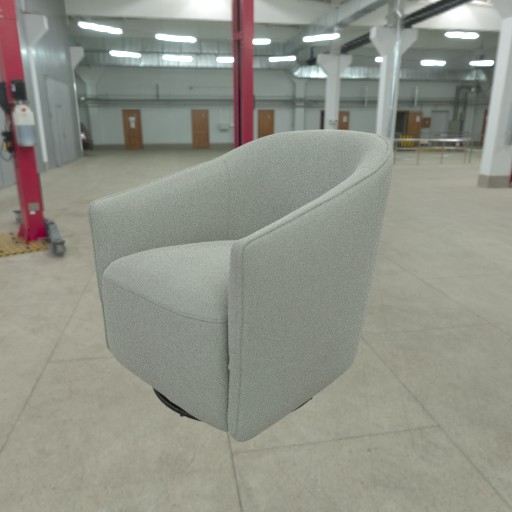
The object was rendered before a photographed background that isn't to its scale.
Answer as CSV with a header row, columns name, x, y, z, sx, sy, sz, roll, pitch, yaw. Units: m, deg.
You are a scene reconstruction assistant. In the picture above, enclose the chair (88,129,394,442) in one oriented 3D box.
name,x,y,z,sx,sy,sz,roll,pitch,yaw
chair,0.000,0.000,1.474,0.747,0.799,0.875,16,23,42
